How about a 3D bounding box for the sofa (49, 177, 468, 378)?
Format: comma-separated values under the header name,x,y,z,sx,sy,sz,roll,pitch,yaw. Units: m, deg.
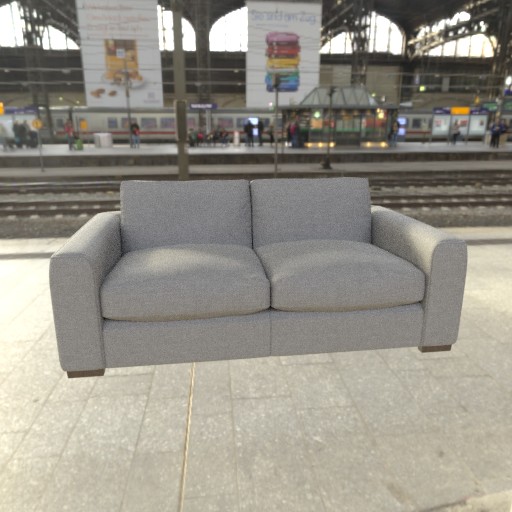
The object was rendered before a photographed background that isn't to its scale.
name,x,y,z,sx,sy,sz,roll,pitch,yaw
sofa,0.000,0.000,2.481,1.920,0.800,1.069,-2,16,-8
